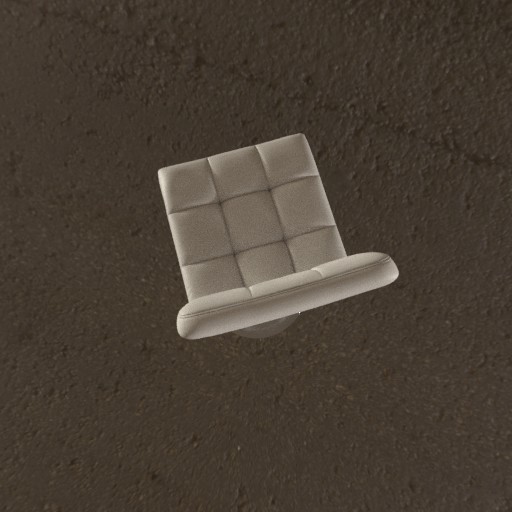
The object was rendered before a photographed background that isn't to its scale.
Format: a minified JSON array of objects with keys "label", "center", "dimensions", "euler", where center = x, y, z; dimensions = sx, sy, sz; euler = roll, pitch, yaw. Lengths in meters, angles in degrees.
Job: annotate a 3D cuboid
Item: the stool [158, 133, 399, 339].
[{"label":"stool","center":[0.000,0.000,1.368],"dimensions":[0.430,1.115,0.505],"euler":[-15,76,-4]}]
